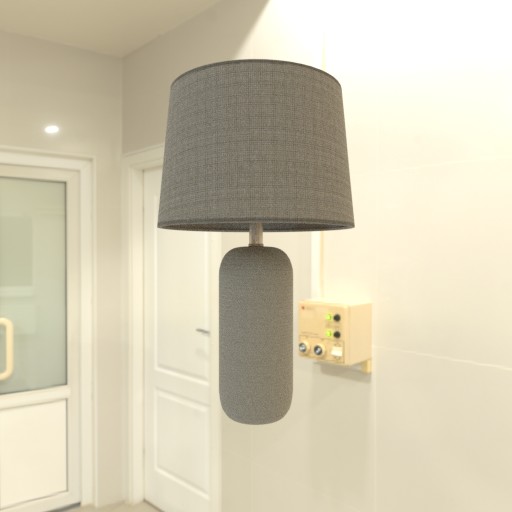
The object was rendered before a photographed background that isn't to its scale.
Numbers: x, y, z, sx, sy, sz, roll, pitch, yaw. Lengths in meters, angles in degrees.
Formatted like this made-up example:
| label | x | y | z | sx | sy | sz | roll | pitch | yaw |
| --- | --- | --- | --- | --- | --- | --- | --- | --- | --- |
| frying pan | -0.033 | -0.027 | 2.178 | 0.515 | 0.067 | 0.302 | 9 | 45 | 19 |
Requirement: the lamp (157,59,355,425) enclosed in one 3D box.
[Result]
| label | x | y | z | sx | sy | sz | roll | pitch | yaw |
| --- | --- | --- | --- | --- | --- | --- | --- | --- | --- |
| lamp | 0.000 | 0.000 | 0.843 | 0.367 | 0.609 | 0.367 | 0 | 1 | 0 |
